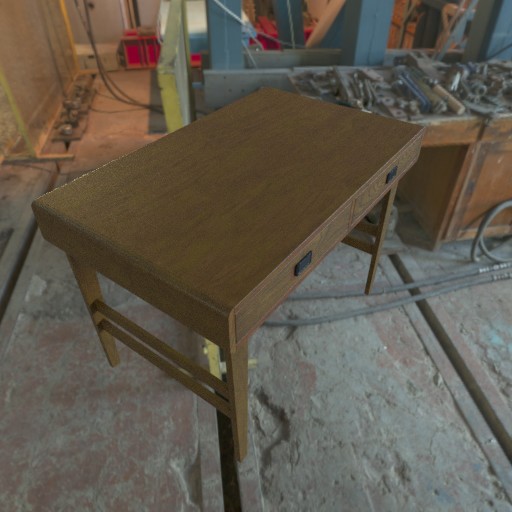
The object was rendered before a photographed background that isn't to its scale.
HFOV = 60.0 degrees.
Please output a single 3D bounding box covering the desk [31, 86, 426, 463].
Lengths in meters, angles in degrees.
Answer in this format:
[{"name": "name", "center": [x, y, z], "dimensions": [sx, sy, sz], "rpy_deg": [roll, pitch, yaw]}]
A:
[{"name": "desk", "center": [0.000, 0.000, 1.559], "dimensions": [0.660, 0.754, 1.066], "rpy_deg": [25, 46, 27]}]
